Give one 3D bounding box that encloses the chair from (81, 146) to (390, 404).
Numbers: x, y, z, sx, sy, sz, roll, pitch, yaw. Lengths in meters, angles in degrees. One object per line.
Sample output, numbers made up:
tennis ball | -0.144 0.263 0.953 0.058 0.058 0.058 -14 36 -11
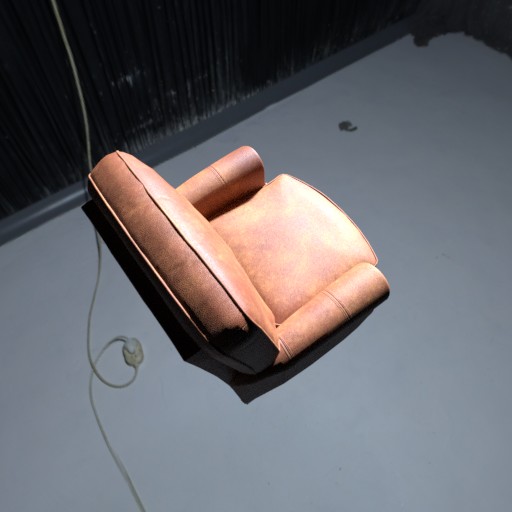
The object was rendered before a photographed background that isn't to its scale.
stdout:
chair | 0.000 0.000 1.802 0.986 1.018 0.936 -32 63 -19
